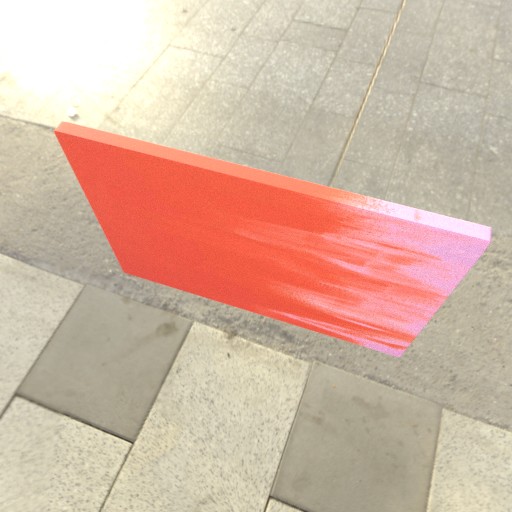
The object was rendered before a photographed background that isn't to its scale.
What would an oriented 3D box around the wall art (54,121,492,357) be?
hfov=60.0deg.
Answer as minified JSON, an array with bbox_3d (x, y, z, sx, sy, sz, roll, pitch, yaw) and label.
[{"bbox_3d":[0.000,0.000,1.145,0.913,0.609,0.040,16,59,10],"label":"wall art"}]
